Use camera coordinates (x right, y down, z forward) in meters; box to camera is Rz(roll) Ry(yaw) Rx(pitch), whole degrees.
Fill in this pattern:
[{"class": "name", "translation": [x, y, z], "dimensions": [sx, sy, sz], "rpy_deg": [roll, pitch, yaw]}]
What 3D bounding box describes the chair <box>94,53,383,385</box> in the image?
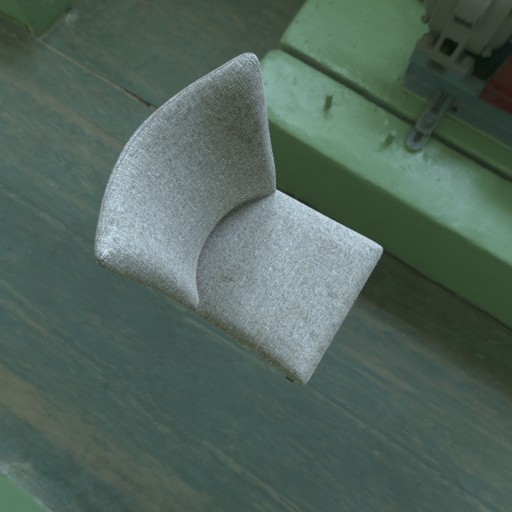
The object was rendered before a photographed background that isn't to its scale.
[{"class": "chair", "translation": [0.000, 0.000, 1.283], "dimensions": [0.623, 0.924, 0.535], "rpy_deg": [32, 78, 8]}]
